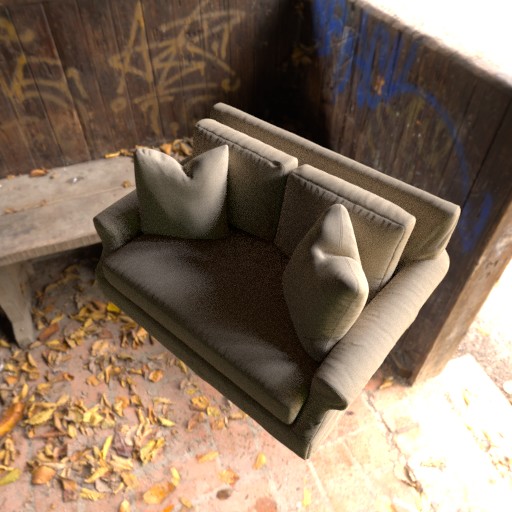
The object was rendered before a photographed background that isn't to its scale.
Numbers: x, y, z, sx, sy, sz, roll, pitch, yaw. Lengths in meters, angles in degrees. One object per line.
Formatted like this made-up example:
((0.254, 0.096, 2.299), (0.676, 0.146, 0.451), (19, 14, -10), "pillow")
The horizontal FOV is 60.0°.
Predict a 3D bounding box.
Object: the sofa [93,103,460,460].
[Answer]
((0.000, 0.000, 2.192), (1.550, 0.905, 1.070), (31, 54, 26), "sofa")
